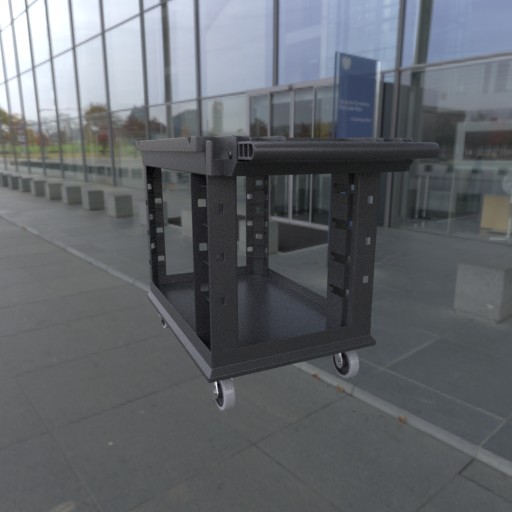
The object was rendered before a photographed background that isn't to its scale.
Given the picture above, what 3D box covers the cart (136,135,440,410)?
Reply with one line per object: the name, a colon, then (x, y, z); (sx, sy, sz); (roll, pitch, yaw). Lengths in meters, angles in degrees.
cart: (0.000, 0.000, 1.742); (0.674, 0.884, 1.239); (-6, 15, -24)
